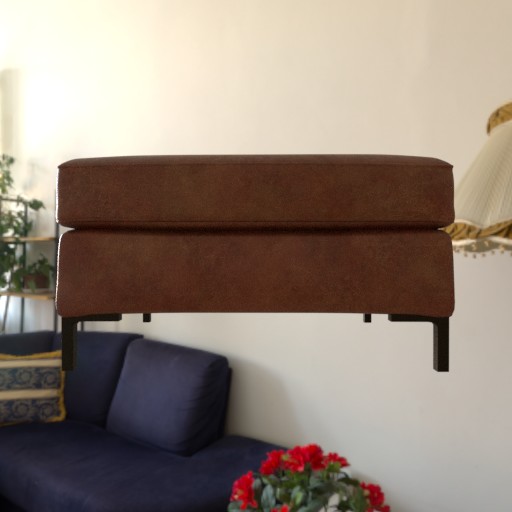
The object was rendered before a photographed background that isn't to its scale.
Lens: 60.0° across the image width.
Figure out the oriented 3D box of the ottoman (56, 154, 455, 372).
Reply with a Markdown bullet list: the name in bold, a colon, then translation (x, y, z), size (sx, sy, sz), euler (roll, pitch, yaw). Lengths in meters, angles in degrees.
- **ottoman**: translation (0.000, 0.000, 1.758), size (1.186, 0.667, 0.965), euler (0, 0, 1)
